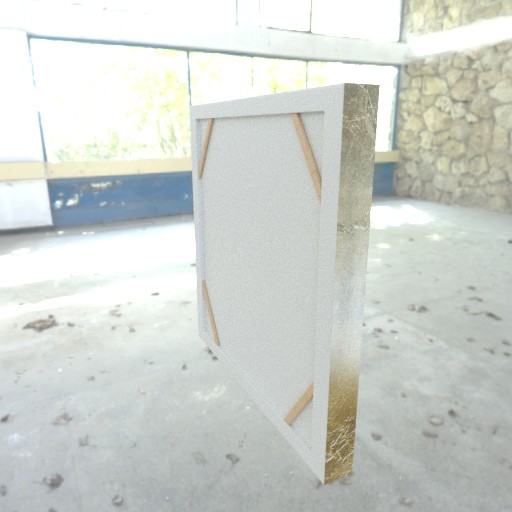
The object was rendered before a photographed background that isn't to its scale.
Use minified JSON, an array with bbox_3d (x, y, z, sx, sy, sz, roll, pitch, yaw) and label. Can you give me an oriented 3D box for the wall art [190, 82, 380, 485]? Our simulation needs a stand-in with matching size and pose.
[{"bbox_3d":[0.000,0.000,0.605,0.038,0.407,0.405,-8,18,-25],"label":"wall art"}]
